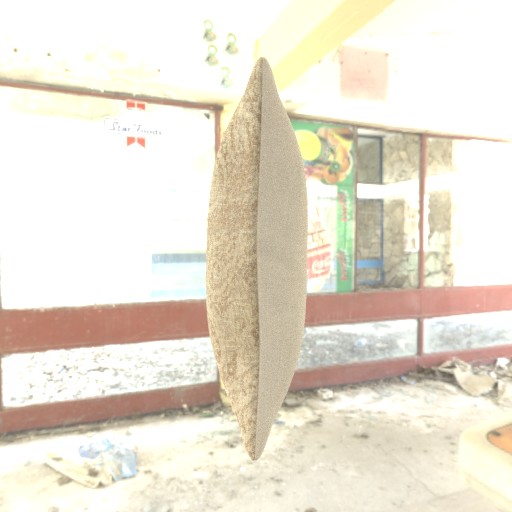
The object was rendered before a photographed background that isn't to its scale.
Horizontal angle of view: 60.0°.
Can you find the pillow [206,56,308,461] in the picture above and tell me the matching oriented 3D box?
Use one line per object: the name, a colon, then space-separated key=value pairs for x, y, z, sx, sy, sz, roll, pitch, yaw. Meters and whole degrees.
pillow: x=0.000 y=0.000 z=0.815 sx=0.166 sy=0.510 sz=0.523 roll=0 pitch=2 yaw=-1
